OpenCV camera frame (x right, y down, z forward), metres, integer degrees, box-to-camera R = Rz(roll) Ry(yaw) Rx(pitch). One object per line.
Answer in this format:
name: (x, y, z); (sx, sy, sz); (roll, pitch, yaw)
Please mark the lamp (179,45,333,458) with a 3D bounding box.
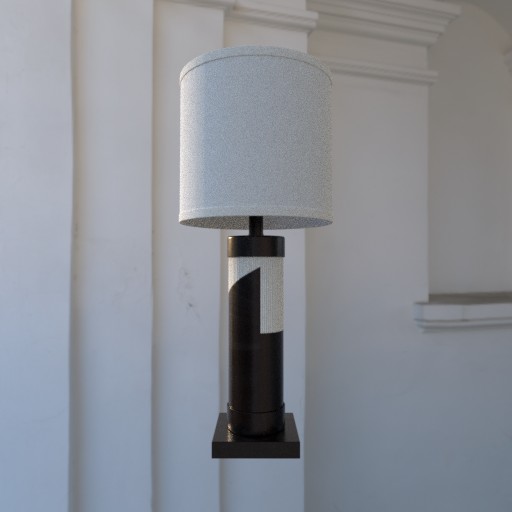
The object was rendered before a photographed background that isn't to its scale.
lamp: (0.000, 0.000, 0.615); (0.211, 0.509, 0.211); (0, -1, 0)
